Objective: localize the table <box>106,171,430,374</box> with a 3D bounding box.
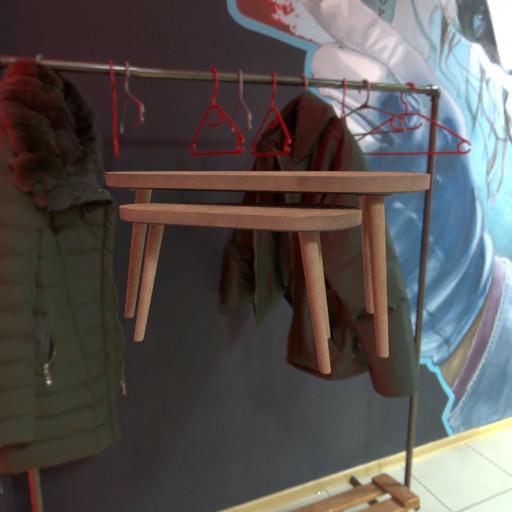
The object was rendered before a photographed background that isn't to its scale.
[{"bbox_3d":[0.000,0.000,1.626,1.190,0.595,0.701,2,12,9],"label":"table"}]
